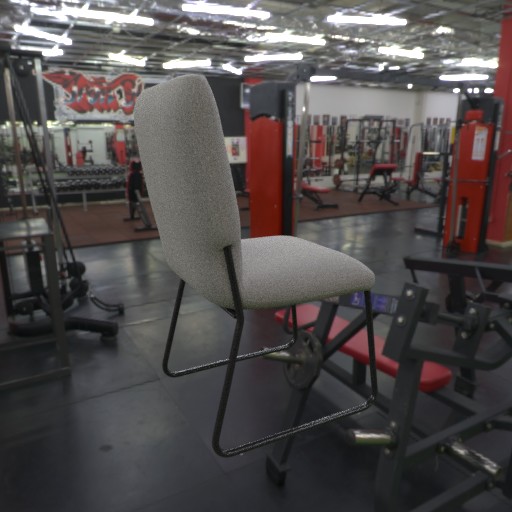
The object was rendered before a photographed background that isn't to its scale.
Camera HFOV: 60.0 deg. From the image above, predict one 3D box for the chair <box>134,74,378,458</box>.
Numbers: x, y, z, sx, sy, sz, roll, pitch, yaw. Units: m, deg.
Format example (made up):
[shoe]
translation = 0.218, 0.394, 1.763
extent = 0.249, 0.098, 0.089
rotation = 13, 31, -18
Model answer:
[chair]
translation = 0.000, 0.000, 1.214
extent = 0.560, 0.864, 0.448
rotation = -8, 16, -27
